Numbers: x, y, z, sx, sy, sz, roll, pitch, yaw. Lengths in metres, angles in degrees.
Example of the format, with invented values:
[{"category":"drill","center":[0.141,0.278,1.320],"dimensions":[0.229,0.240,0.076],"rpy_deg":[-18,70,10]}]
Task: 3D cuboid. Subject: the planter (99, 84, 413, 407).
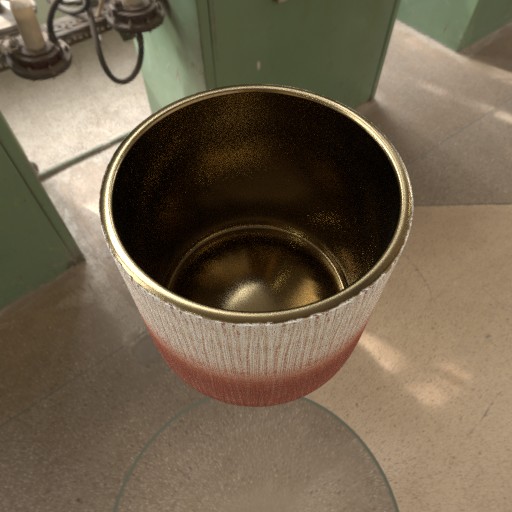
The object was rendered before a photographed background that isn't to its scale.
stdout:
[{"category":"planter","center":[0.000,0.000,0.315],"dimensions":[0.178,0.157,0.178],"rpy_deg":[0,58,0]}]
